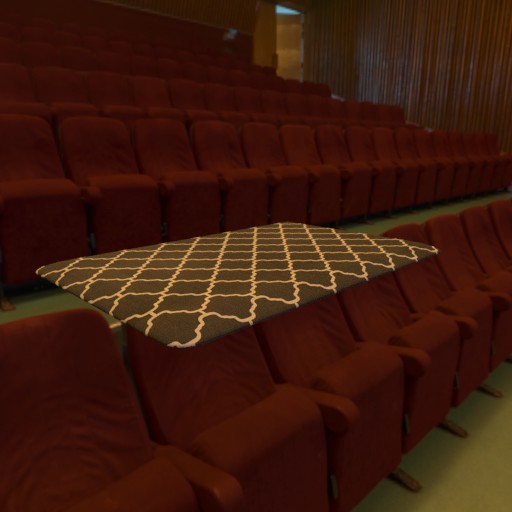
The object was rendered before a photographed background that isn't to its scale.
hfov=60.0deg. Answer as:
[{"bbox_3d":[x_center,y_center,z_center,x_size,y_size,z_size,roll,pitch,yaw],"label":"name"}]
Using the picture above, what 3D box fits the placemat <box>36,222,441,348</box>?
[{"bbox_3d":[0.000,0.000,0.962,0.762,0.021,0.508,-13,19,-43],"label":"placemat"}]
